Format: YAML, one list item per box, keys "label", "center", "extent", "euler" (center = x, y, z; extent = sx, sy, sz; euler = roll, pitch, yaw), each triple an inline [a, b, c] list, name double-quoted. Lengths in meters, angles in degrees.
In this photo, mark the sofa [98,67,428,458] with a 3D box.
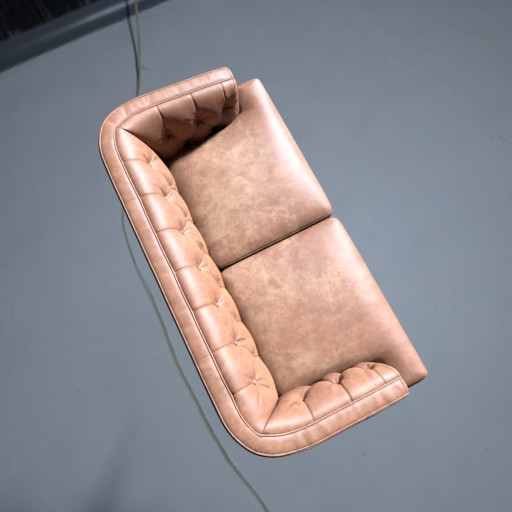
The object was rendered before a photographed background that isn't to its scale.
- label: "sofa"
  center: [0.000, 0.000, 2.222]
  extent: [0.914, 0.786, 1.755]
  euler: [-26, 78, -6]
